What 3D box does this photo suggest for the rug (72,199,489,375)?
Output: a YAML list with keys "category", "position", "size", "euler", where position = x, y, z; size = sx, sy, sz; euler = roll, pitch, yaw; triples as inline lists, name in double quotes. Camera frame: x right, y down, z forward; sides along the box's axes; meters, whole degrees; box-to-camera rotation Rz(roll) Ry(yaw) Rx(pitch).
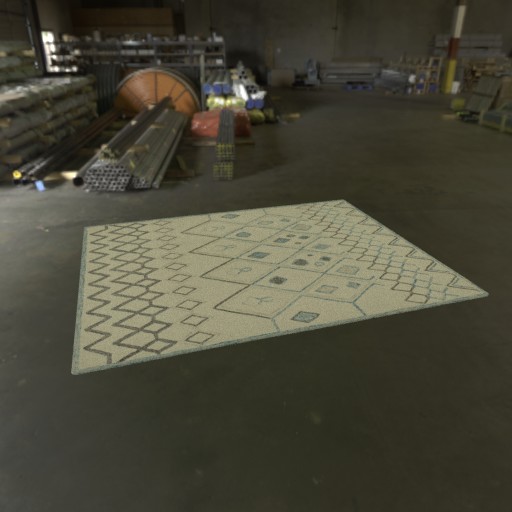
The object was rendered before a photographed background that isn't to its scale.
- category: "rug"
  position: [0.000, 0.000, 4.080]
  size: [3.056, 0.013, 2.441]
  euler: [-8, 27, -16]
